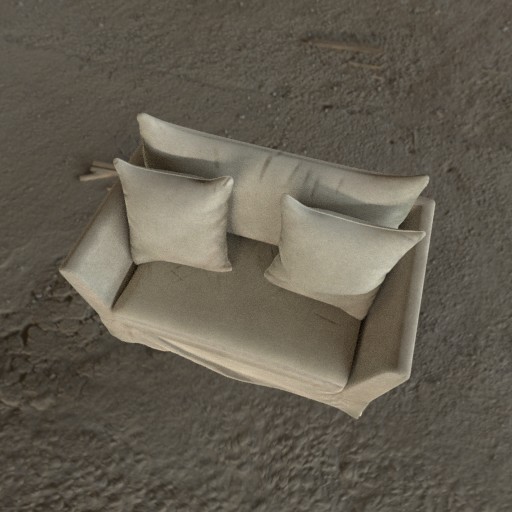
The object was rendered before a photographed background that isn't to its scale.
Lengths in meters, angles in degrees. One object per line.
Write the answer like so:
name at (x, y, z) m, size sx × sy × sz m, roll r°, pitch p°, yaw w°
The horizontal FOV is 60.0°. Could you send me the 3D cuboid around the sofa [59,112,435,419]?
sofa at (0.000, 0.000, 2.316) m, size 1.608 × 1.040 × 1.035 m, roll 16°, pitch 59°, yaw 10°
